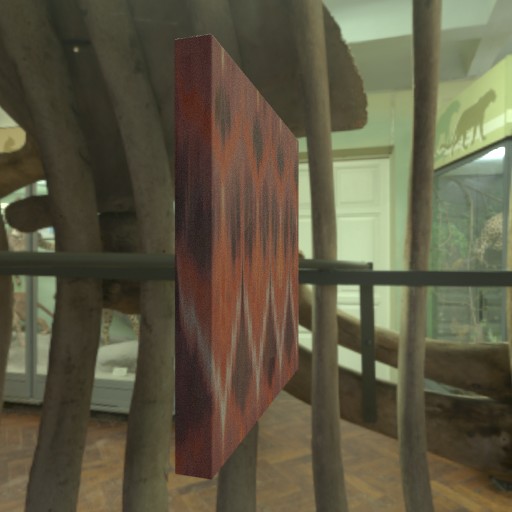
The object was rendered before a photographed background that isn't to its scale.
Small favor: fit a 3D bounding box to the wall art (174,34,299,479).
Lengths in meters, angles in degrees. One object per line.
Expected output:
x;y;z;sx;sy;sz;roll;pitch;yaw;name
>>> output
0.000;0.000;0.601;0.038;0.406;0.403;0;1;17;wall art
